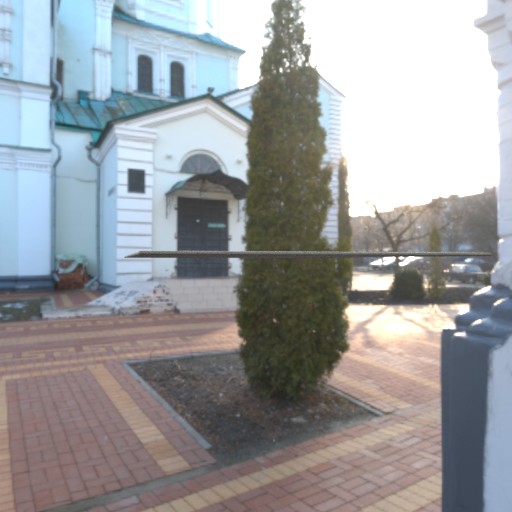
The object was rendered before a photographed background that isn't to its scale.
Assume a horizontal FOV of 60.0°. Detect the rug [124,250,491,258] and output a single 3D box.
[{"bbox_3d":[0.000,0.000,2.759,1.526,0.015,2.132,0,-1,-18],"label":"rug"}]
